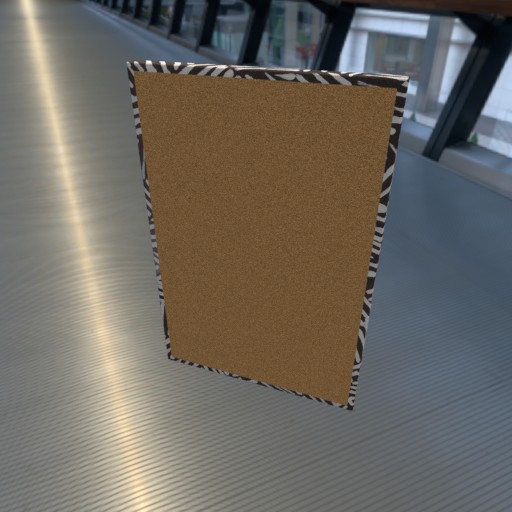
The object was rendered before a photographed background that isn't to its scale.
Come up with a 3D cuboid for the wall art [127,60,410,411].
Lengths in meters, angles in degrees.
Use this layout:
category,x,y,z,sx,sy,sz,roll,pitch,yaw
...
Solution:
category,x,y,z,sx,sy,sz,roll,pitch,yaw
wall art,0.000,0.000,1.163,0.615,0.918,0.035,11,33,17
